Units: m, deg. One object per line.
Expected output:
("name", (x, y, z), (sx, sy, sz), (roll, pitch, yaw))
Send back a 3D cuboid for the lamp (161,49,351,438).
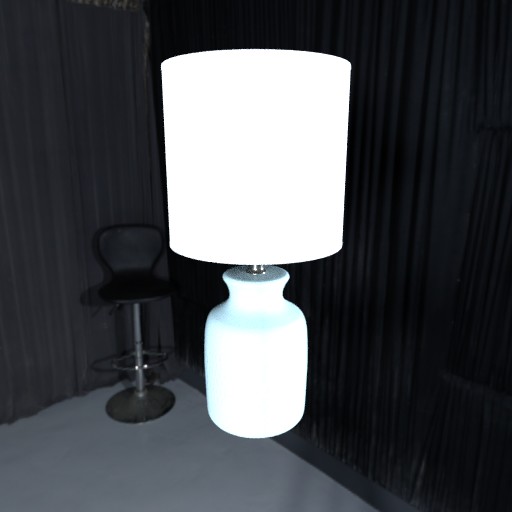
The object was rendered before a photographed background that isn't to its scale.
("lamp", (0.000, 0.000, 1.104), (0.418, 0.871, 0.418), (-14, 20, -42))
